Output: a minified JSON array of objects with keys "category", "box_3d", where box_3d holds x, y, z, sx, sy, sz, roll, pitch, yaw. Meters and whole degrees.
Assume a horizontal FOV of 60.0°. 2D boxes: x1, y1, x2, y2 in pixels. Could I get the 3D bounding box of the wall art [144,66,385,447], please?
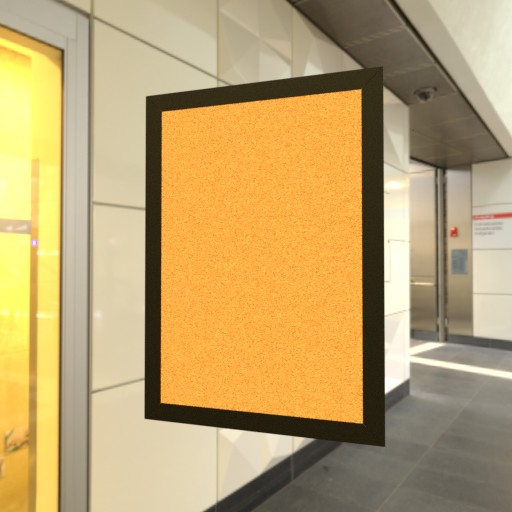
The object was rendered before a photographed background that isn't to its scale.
[{"category":"wall art","box_3d":[0.000,0.000,0.587,0.326,0.459,0.011,0,-1,17]}]
